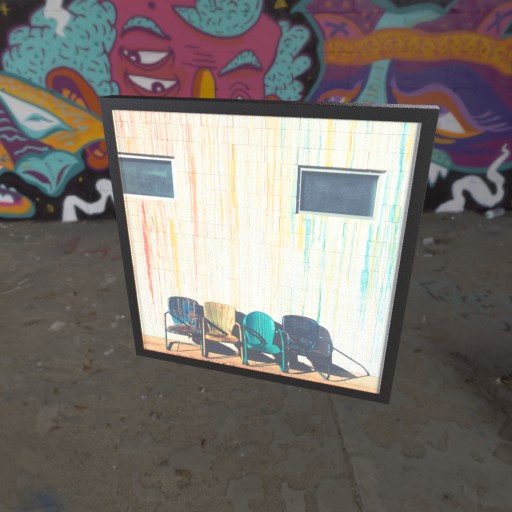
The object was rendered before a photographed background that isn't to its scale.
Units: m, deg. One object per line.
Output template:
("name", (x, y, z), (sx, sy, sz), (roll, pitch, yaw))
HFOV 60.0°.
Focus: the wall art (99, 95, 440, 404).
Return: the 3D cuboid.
("wall art", (0.000, 0.000, 0.762), (0.506, 0.506, 0.037), (7, 27, 14))
